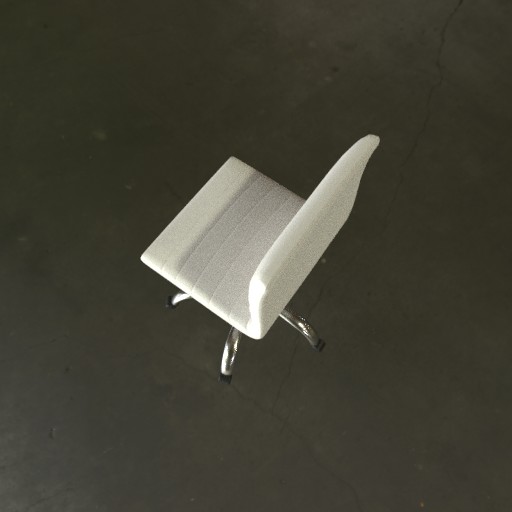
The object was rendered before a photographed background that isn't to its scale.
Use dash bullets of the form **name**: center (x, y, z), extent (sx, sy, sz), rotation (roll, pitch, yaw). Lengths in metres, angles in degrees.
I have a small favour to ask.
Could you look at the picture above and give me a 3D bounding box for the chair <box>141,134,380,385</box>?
- **chair**: center (0.000, 0.000, 1.169), extent (0.530, 0.780, 0.556), rotation (32, 68, 15)
